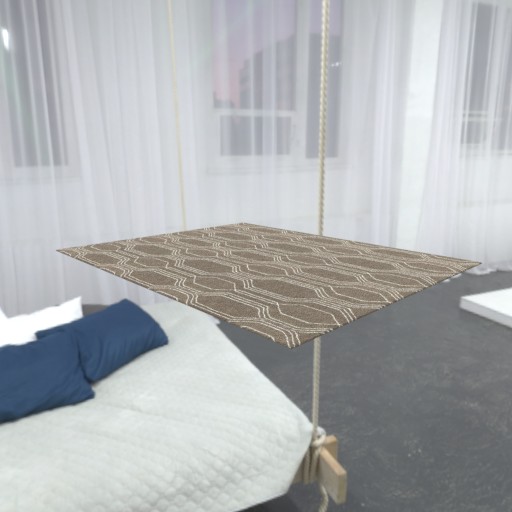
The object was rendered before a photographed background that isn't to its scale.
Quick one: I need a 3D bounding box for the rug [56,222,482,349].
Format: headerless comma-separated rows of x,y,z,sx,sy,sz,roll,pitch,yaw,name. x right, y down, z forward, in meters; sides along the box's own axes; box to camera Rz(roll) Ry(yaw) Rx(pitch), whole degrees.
0.000,0.000,4.056,2.457,0.012,3.062,-12,18,-42,rug
